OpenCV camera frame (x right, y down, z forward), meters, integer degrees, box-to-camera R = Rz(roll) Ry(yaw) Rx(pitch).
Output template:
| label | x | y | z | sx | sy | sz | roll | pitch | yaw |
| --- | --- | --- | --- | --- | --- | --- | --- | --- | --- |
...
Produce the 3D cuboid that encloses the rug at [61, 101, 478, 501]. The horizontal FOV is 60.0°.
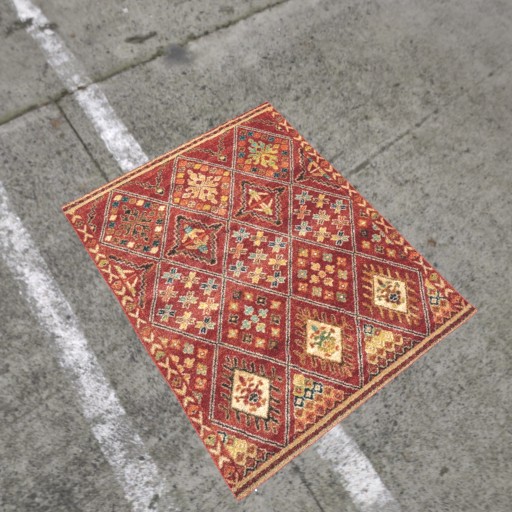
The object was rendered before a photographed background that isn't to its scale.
| label | x | y | z | sx | sy | sz | roll | pitch | yaw |
| --- | --- | --- | --- | --- | --- | --- | --- | --- | --- |
| rug | 0.000 | 0.000 | 4.057 | 2.489 | 0.030 | 3.086 | -32 | 67 | -16 |
